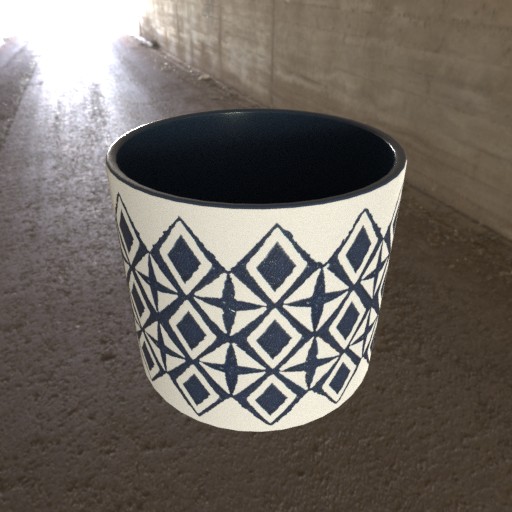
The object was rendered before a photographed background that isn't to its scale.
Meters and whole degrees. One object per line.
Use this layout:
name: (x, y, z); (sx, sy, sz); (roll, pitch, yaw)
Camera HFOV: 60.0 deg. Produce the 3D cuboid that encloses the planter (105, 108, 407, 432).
planter: (0.000, 0.000, 0.279); (0.159, 0.144, 0.159); (0, 32, 0)
